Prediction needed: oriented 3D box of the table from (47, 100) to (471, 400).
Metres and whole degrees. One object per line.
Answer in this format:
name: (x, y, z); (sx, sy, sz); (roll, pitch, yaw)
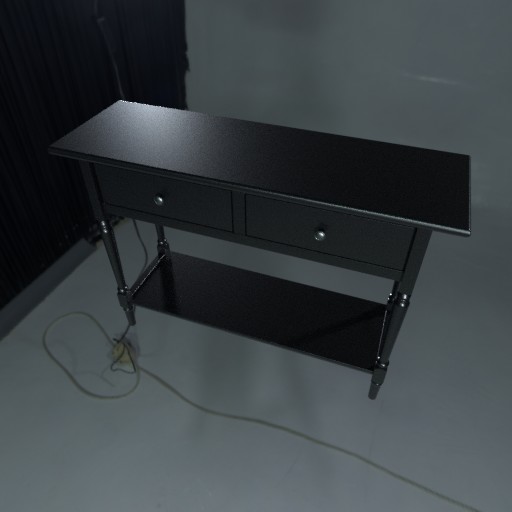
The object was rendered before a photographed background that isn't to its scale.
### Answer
table: (0.000, 0.000, 1.569); (1.191, 0.819, 0.386); (13, 43, 15)
